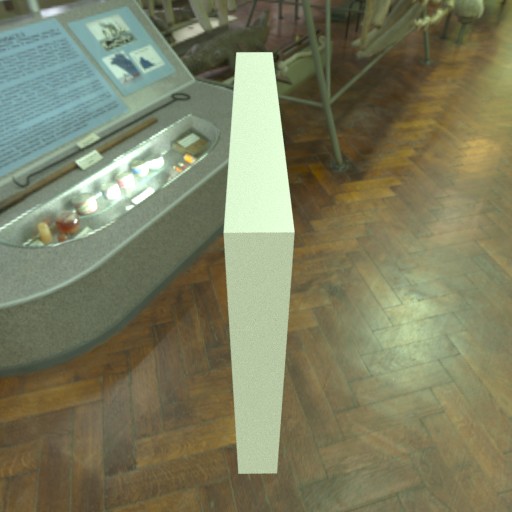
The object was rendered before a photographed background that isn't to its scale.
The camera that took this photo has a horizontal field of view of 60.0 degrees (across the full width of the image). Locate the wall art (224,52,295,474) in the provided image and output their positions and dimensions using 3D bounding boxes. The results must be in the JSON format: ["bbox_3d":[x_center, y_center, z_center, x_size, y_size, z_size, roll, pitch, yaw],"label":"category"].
[{"bbox_3d":[0.000,0.000,0.451,0.038,0.302,0.305,0,41,0],"label":"wall art"}]
